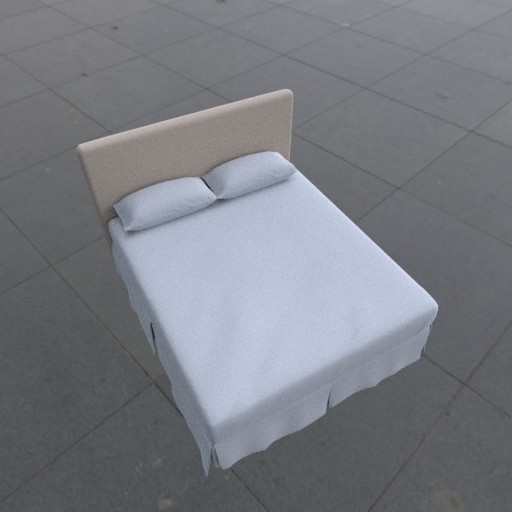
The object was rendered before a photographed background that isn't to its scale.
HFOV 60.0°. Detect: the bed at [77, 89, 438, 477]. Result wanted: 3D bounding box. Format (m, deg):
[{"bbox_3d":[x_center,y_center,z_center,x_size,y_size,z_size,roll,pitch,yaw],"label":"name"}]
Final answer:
[{"bbox_3d":[0.000,0.000,3.315,1.884,1.330,2.142,-22,50,-20],"label":"bed"}]
